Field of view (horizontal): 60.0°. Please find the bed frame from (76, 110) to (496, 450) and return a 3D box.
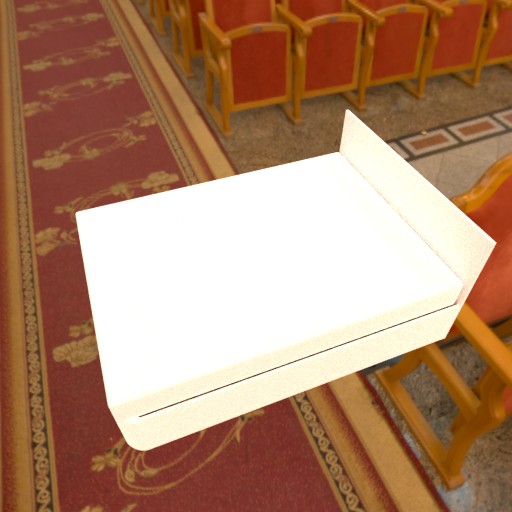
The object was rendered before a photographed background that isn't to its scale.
[{"bbox_3d":[0.000,0.000,2.600,1.900,0.800,1.400,-16,48,-15],"label":"bed frame"}]
